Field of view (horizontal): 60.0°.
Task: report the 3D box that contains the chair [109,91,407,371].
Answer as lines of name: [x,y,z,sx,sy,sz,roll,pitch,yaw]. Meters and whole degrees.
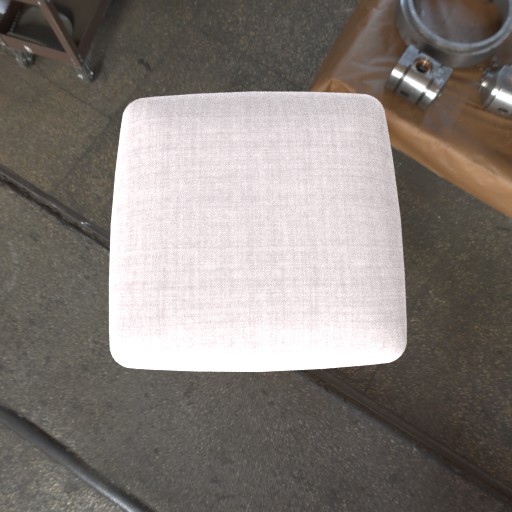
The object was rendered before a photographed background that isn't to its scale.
chair: [0.000,0.000,0.706,0.350,0.440,0.350,-1,76,0]
